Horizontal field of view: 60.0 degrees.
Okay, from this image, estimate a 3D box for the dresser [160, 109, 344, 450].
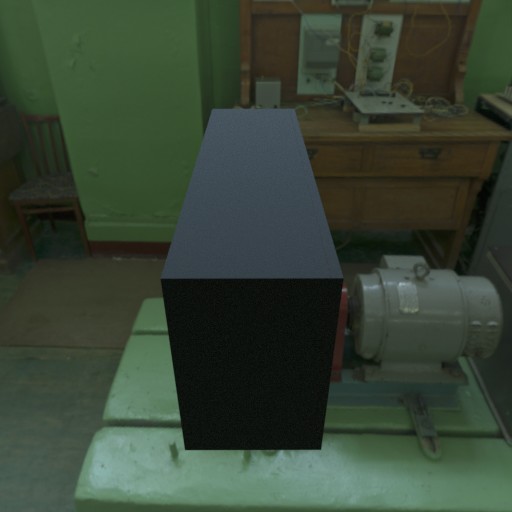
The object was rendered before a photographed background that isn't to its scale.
[{"bbox_3d":[0.000,0.000,1.952,0.463,0.872,1.558,0,33,0],"label":"dresser"}]
